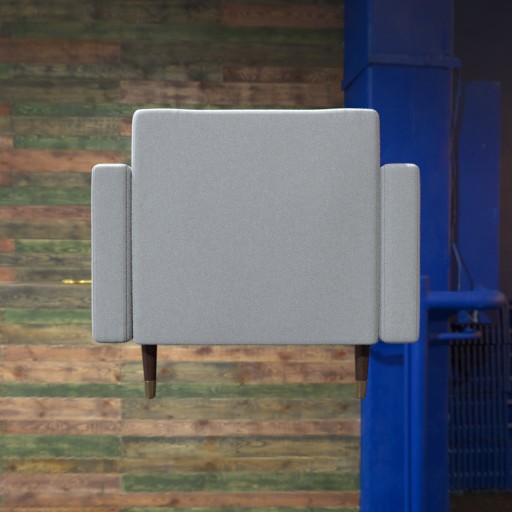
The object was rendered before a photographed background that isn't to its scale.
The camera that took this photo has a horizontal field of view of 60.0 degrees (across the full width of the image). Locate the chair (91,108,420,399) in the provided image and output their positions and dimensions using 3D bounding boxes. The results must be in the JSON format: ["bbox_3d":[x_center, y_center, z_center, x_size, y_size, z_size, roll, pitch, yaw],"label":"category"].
[{"bbox_3d":[0.000,0.000,1.675,0.953,0.819,0.998,0,0,0],"label":"chair"}]
